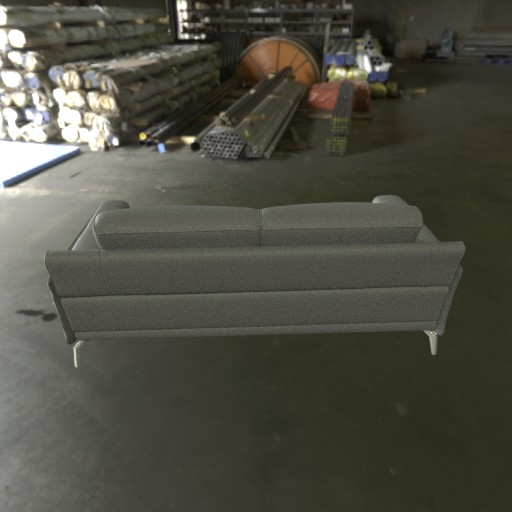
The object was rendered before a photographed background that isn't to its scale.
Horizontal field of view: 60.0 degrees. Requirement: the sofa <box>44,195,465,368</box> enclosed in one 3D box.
[{"bbox_3d":[0.000,0.000,2.623,2.100,0.900,0.969,-1,29,-3],"label":"sofa"}]
